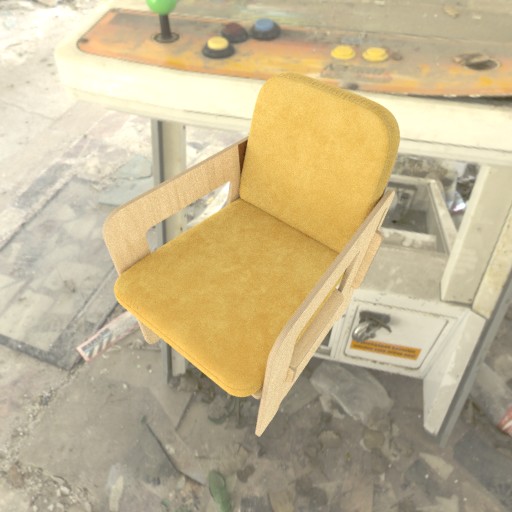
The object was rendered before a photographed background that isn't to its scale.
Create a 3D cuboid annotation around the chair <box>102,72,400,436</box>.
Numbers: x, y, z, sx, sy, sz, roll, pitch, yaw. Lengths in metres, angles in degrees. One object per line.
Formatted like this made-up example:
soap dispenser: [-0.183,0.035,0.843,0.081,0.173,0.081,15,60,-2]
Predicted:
chair: [0.000,0.000,1.310,0.590,0.800,0.710,32,55,25]
